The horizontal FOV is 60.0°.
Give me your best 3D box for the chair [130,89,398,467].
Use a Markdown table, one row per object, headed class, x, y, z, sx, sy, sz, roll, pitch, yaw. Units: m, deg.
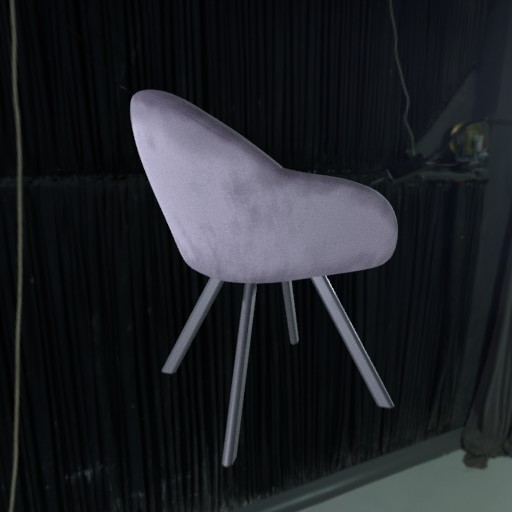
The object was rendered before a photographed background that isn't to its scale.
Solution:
| class | x | y | z | sx | sy | sz | roll | pitch | yaw |
| --- | --- | --- | --- | --- | --- | --- | --- | --- | --- |
| chair | 0.000 | 0.000 | 1.169 | 0.590 | 0.795 | 0.550 | -7 | 16 | -27 |
